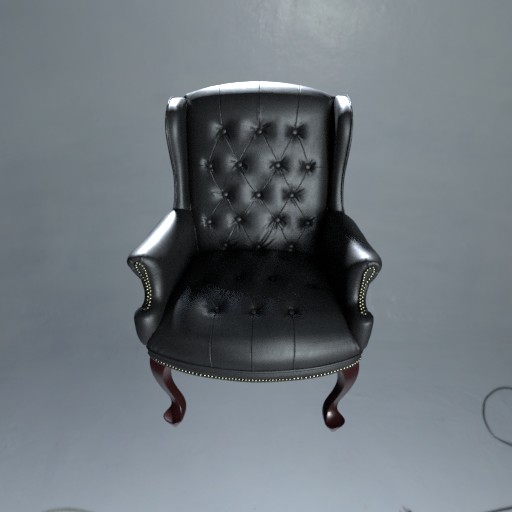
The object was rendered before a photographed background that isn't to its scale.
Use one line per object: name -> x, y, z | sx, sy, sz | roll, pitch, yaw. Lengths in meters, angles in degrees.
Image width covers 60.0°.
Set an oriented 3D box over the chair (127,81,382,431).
chair -> 0.000, 0.000, 1.667 | 0.831, 1.133, 0.822 | 1, 30, 2
